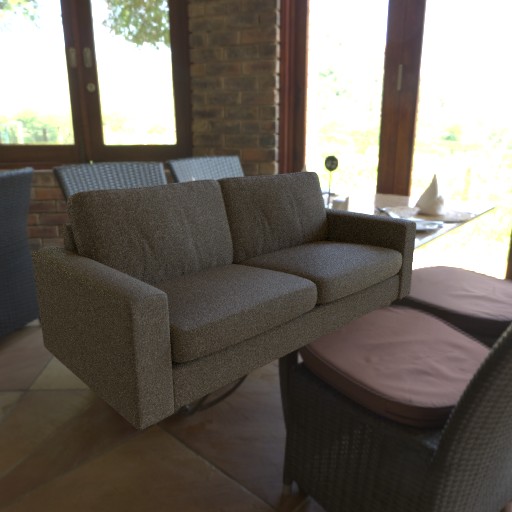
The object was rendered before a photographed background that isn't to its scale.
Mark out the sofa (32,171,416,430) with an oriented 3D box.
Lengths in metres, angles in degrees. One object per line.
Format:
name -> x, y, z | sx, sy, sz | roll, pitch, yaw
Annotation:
sofa -> 0.000, 0.000, 2.641 | 2.179, 0.873, 1.016 | -15, 21, -43
